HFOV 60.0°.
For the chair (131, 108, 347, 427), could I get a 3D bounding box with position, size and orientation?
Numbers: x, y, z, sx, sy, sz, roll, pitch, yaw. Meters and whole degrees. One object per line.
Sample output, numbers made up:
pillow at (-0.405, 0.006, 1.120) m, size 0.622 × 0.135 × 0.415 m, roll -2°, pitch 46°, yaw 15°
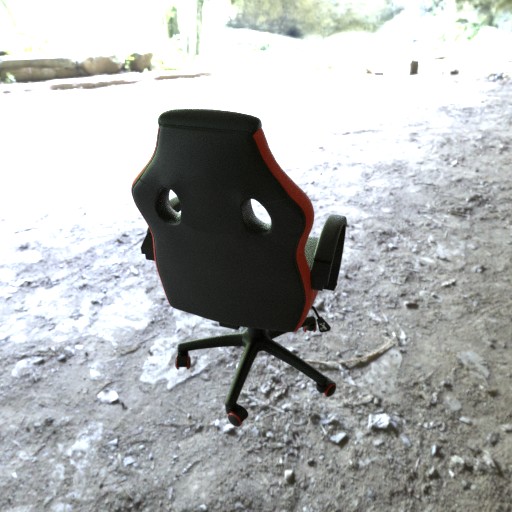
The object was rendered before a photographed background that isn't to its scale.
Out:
chair at (0.000, 0.000, 1.399) m, size 0.600 × 1.016 × 0.642 m, roll 9°, pitch 32°, yaw 15°
